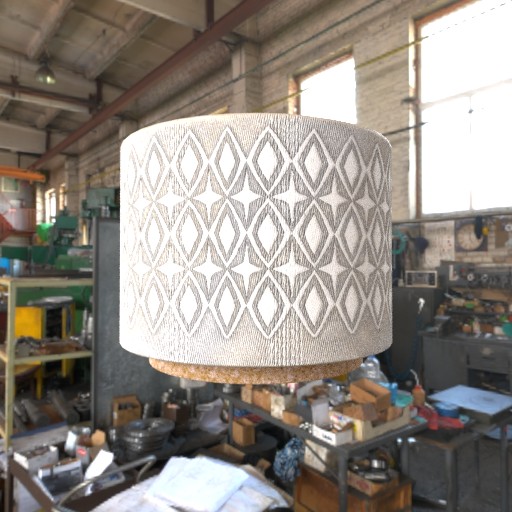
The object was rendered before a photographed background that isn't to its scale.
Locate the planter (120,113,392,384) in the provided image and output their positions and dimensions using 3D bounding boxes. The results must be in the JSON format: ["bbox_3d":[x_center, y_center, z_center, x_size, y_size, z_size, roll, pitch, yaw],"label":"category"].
[{"bbox_3d":[0.000,0.000,0.280,0.164,0.127,0.164,0,-1,0],"label":"planter"}]
